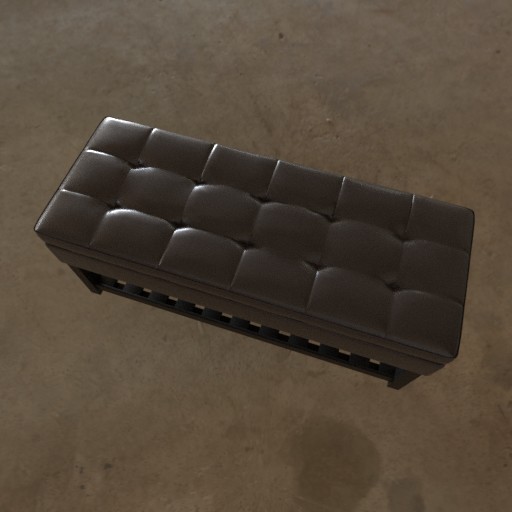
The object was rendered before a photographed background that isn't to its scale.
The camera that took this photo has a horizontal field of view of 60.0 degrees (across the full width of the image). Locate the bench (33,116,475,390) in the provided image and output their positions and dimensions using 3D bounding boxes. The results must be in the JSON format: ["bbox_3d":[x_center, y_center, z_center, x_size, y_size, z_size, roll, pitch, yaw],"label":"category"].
[{"bbox_3d":[0.000,0.000,1.353,1.105,0.460,0.432,16,64,8],"label":"bench"}]
